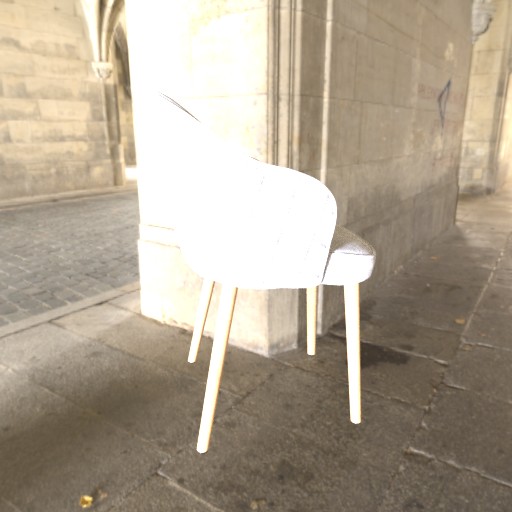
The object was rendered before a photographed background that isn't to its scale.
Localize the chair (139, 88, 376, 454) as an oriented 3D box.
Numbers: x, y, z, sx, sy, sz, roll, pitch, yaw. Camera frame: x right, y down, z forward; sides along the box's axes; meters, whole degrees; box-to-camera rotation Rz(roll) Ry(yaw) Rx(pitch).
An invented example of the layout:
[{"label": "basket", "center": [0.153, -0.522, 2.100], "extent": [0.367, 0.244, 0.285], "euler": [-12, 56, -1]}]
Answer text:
[{"label": "chair", "center": [0.000, 0.000, 1.144], "extent": [0.530, 0.800, 0.540], "euler": [-3, 16, -11]}]
